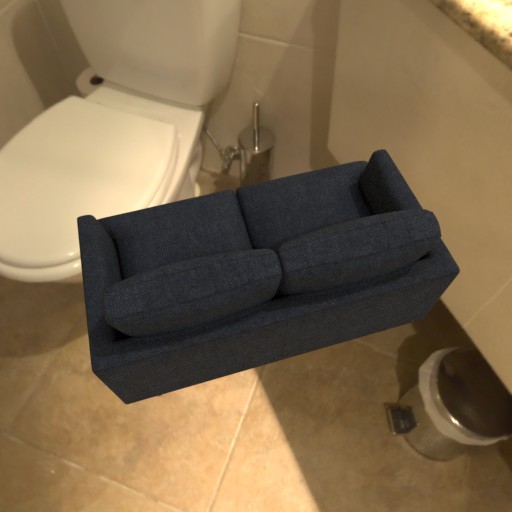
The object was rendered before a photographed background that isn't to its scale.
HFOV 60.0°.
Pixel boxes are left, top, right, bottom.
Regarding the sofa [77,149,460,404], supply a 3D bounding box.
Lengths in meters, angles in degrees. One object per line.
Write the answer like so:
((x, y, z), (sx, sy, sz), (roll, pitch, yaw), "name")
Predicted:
((0.000, 0.000, 2.168), (1.582, 0.944, 0.903), (-14, 59, -8), "sofa")
